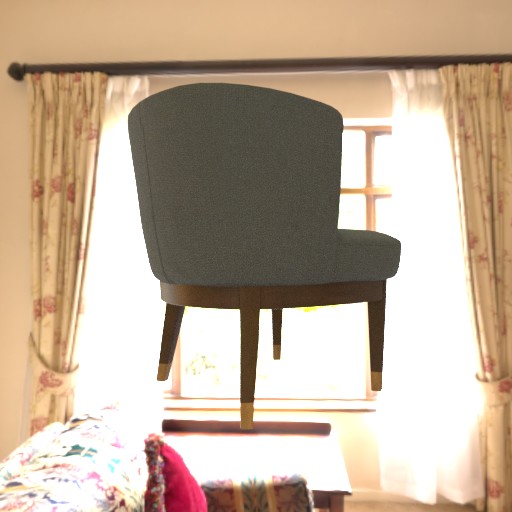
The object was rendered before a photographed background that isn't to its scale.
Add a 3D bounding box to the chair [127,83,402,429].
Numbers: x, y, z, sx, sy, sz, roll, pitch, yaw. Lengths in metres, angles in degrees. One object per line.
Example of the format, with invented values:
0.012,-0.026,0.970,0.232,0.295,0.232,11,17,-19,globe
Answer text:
0.000,0.000,1.279,0.702,0.760,0.661,0,1,-36,chair
